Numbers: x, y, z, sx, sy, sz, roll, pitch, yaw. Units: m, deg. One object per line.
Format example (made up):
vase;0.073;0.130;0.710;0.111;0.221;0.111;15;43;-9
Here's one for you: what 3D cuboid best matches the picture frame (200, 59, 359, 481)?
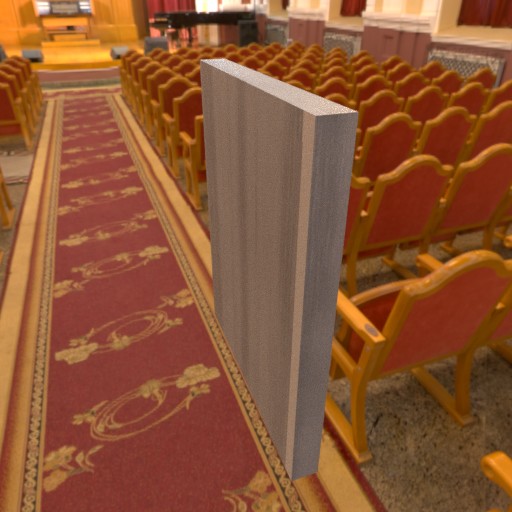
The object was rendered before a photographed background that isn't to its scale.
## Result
picture frame;0.000;0.000;0.738;0.046;0.555;0.449;-10;32;-17
